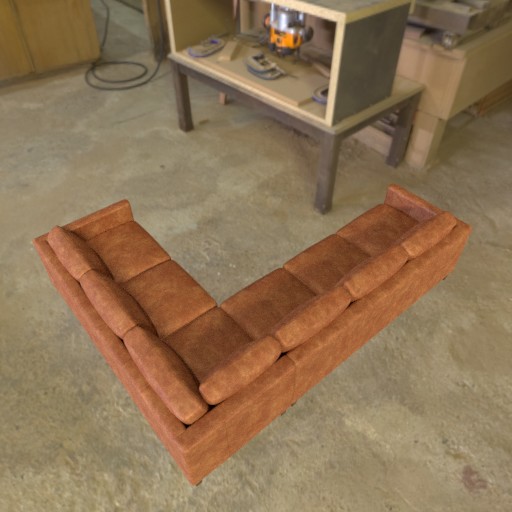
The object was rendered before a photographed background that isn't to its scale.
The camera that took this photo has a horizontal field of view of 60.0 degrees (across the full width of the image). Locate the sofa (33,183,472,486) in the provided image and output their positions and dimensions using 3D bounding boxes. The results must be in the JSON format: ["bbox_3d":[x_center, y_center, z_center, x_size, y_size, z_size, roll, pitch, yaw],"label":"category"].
[{"bbox_3d":[0.000,0.000,4.162,3.167,0.838,2.438,-31,53,-27],"label":"sofa"}]
